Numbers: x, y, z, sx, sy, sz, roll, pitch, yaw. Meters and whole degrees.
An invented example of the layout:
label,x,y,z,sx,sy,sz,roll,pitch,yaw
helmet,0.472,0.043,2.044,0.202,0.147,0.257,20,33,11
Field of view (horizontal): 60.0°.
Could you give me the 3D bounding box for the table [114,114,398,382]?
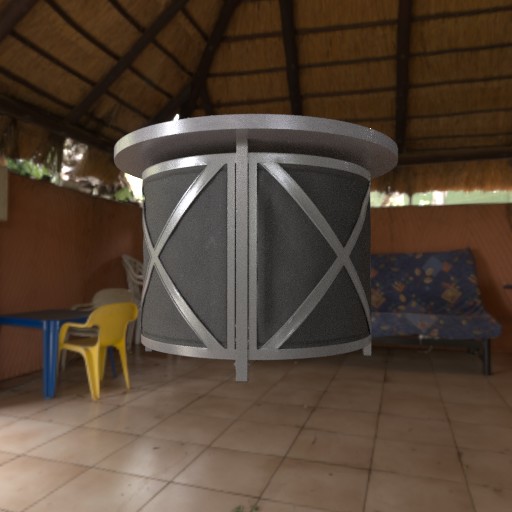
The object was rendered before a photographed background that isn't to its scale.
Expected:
label,x,y,z,sx,sy,sz,roll,pitch,yaw
table,0.000,0.000,1.493,0.914,0.650,0.914,0,-1,0
